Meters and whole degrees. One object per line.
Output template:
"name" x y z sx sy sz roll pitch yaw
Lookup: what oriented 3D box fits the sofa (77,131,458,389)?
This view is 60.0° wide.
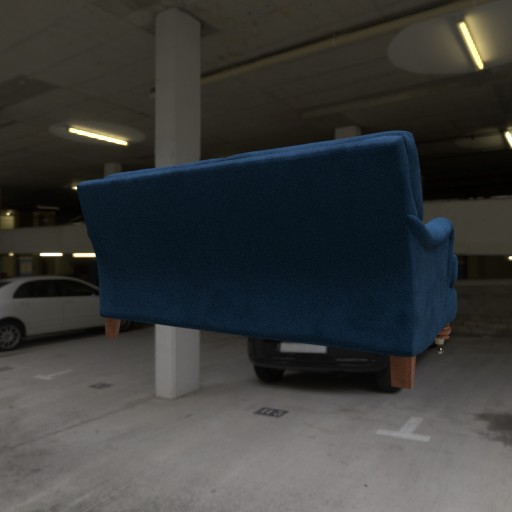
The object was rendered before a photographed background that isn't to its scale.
"sofa" 0.000 0.000 2.685 2.141 1.101 1.084 0 1 34
